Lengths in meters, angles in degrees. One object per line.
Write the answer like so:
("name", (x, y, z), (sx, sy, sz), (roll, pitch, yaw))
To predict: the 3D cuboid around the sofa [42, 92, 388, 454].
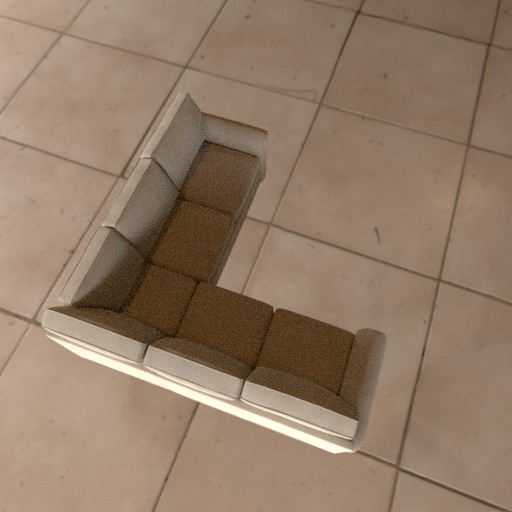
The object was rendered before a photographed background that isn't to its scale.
("sofa", (0.000, 0.000, 3.930), (2.487, 1.054, 2.569), (18, 66, 8))
